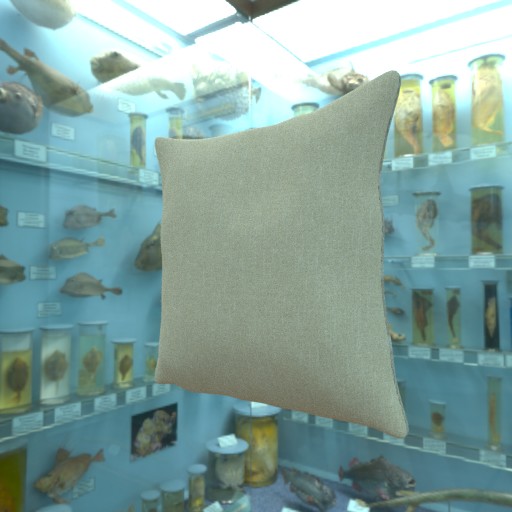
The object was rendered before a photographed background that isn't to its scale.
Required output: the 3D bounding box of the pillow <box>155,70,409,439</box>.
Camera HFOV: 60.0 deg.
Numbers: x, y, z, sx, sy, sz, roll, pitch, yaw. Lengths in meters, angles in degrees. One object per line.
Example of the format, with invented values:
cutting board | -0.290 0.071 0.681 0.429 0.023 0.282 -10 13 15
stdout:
pillow | 0.000 0.000 0.651 0.436 0.432 0.138 -2 -3 37
